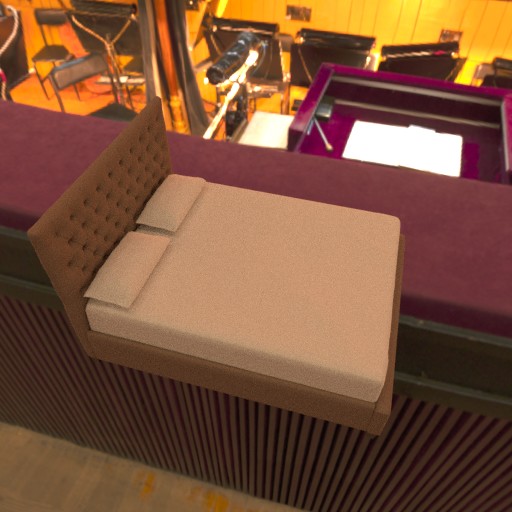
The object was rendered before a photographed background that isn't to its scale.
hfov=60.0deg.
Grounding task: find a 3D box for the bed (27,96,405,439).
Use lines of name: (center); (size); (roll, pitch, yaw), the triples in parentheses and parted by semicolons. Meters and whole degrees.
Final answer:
bed: (0.000, 0.000, 3.318); (2.233, 1.426, 1.696); (12, 48, 11)
